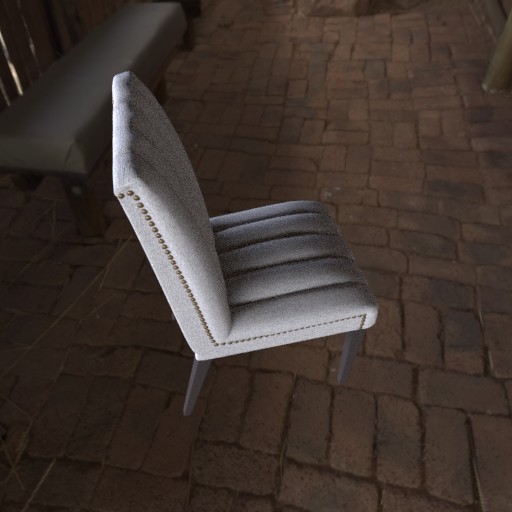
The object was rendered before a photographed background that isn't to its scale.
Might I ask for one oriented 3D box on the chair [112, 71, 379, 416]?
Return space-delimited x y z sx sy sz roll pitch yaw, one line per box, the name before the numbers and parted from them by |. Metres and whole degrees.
chair | 0.000 0.000 1.364 0.647 1.016 0.511 -9 47 -9
